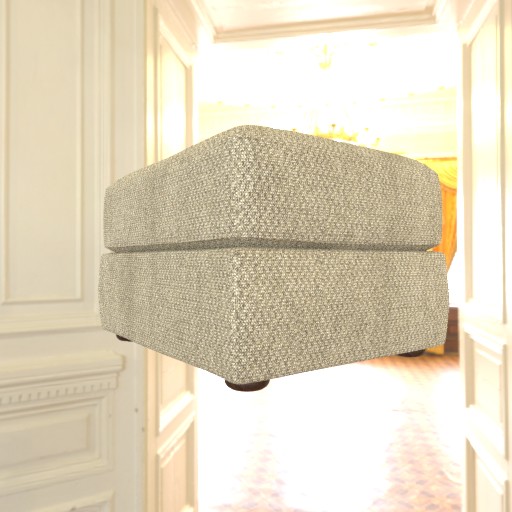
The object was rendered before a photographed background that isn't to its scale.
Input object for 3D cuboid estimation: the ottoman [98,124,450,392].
[{"bbox_3d":[0.000,0.000,1.149,0.603,0.476,0.751,0,-1,-36],"label":"ottoman"}]
